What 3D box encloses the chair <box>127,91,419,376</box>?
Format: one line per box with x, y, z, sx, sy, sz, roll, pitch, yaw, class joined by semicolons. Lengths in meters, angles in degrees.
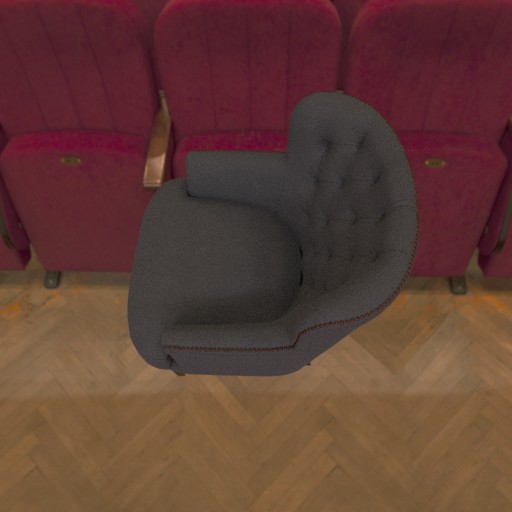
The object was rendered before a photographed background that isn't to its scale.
0.000;0.000;1.610;0.906;0.868;0.848;1;59;1;chair
